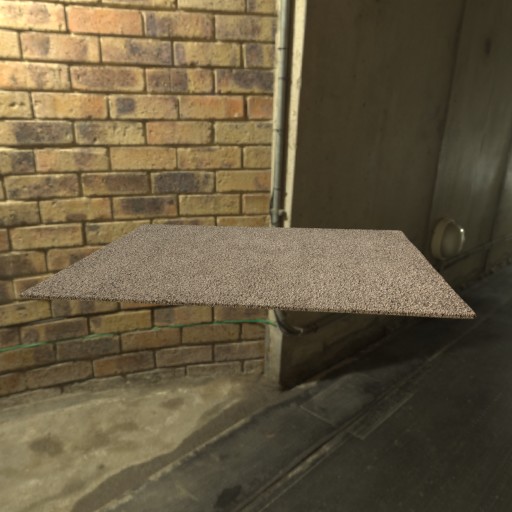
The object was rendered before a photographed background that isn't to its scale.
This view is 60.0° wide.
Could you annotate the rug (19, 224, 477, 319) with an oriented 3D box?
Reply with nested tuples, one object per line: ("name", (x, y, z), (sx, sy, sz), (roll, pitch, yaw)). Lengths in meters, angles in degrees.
("rug", (0.000, 0.000, 4.065), (3.047, 0.029, 2.438), (2, 16, 7))
